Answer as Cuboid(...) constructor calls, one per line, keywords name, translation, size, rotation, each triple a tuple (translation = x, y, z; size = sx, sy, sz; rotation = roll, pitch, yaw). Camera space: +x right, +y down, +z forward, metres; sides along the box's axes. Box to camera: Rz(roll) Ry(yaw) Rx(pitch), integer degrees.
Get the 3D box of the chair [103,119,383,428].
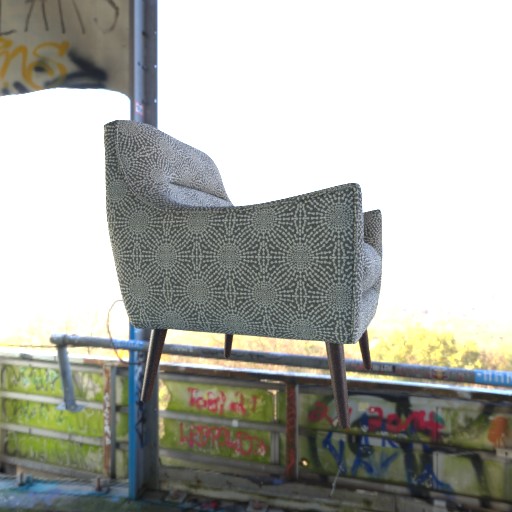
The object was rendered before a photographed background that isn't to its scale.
Cuboid(name="chair", translation=(0.000, 0.000, 1.474), size=(0.787, 0.838, 0.762), rotation=(0, 0, 20))
